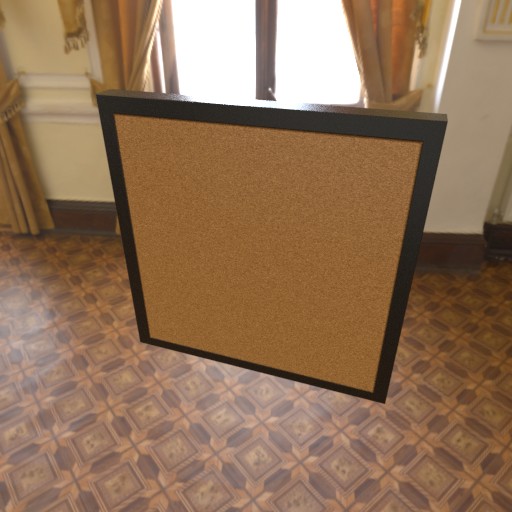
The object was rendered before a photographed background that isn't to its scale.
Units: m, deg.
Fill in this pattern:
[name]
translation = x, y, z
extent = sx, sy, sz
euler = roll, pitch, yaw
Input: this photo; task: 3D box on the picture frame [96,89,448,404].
[picture frame]
translation = 0.000, 0.000, 0.529
extent = 0.355, 0.353, 0.029
euler = 10, 33, 16
